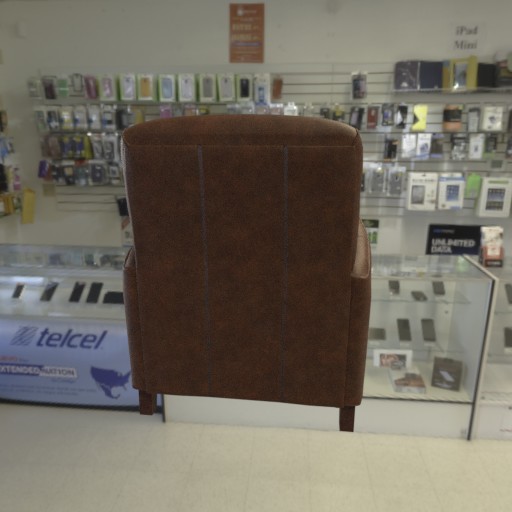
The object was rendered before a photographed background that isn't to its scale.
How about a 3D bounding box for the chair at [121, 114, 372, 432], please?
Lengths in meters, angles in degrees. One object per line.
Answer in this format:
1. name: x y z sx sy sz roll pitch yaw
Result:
1. chair: 0.000 0.000 1.702 0.839 1.010 0.850 2 16 7
